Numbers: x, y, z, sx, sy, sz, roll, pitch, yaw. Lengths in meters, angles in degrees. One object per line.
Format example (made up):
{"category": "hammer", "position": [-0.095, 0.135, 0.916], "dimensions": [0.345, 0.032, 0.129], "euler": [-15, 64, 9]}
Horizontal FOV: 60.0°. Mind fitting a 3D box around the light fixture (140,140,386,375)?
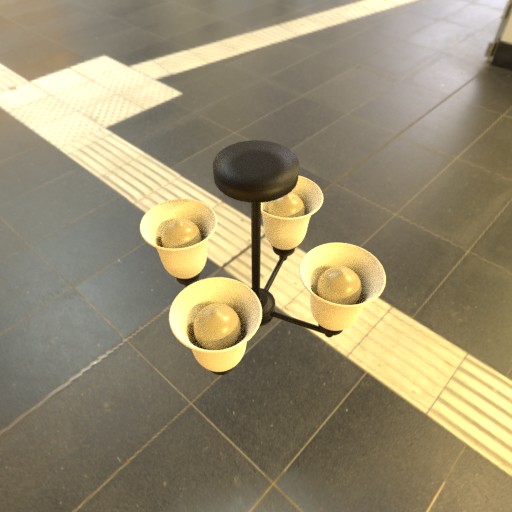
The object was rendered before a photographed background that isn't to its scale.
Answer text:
{"category": "light fixture", "position": [0.000, 0.000, 1.873], "dimensions": [1.069, 0.925, 1.069], "euler": [17, 48, 16]}
